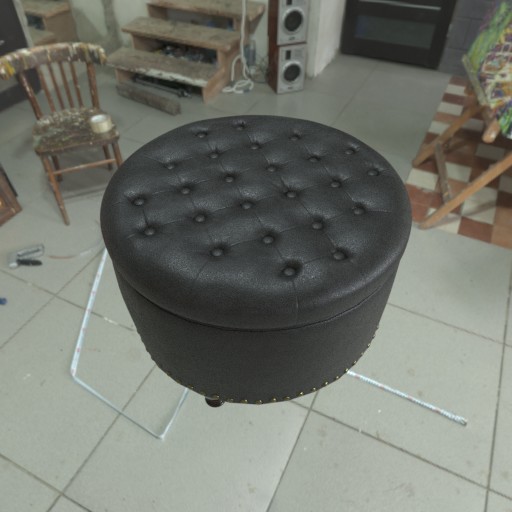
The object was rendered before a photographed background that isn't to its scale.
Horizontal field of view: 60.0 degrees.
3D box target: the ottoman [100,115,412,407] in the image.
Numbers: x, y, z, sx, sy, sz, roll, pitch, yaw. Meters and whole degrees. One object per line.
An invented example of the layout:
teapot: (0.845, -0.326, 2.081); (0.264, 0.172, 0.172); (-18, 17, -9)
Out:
ottoman: (0.000, 0.000, 1.059); (0.637, 0.442, 0.637); (0, 45, 0)
